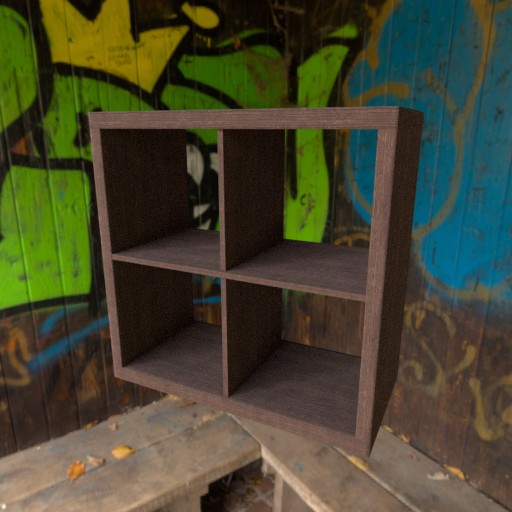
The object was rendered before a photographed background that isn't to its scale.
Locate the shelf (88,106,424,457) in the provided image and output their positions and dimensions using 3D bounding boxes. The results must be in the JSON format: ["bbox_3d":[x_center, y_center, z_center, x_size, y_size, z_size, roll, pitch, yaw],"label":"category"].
[{"bbox_3d":[0.000,0.000,1.272,0.790,0.786,0.390,8,18,25],"label":"shelf"}]
